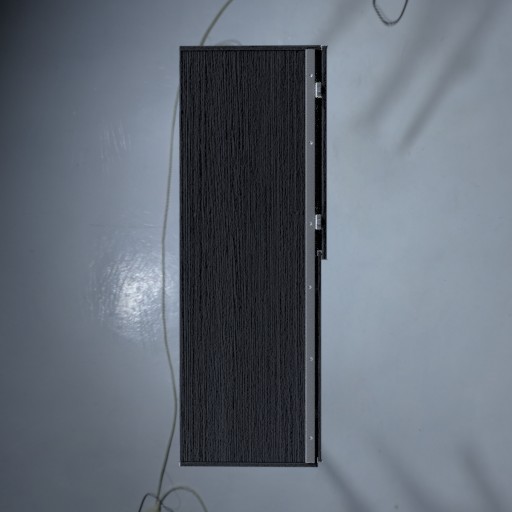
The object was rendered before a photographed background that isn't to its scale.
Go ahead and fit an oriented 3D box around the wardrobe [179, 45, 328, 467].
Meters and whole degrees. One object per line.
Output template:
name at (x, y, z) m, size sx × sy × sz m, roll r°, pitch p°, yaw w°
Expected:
wardrobe at (0.000, 0.000, 2.845) m, size 0.629 × 1.960 × 1.780 m, roll 0°, pitch 90°, yaw 1°
